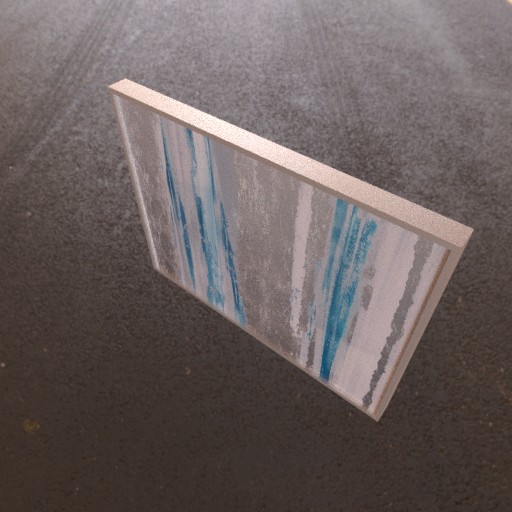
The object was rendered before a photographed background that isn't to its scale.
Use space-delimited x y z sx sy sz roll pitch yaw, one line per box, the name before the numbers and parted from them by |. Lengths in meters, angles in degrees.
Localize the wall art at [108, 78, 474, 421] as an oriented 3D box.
wall art | 0.000 0.000 1.380 1.056 0.801 0.066 30 54 25
